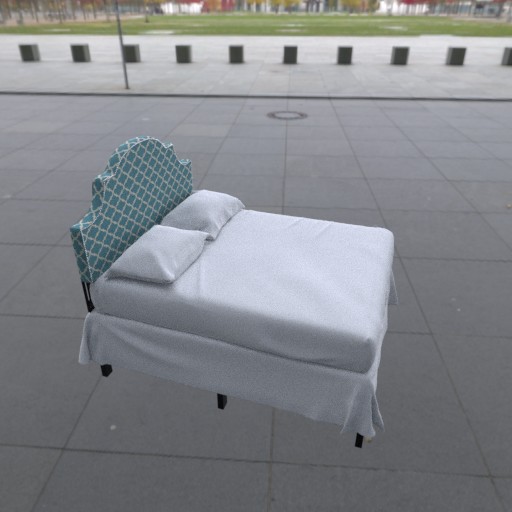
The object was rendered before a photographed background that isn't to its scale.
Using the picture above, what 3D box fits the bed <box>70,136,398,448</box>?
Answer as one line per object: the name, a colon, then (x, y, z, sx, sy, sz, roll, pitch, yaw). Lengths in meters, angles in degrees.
bed: (0.000, 0.000, 3.396, 2.222, 1.633, 1.780, 10, 31, 17)
